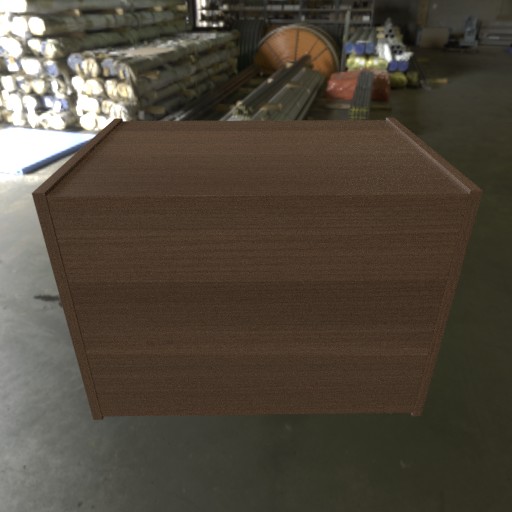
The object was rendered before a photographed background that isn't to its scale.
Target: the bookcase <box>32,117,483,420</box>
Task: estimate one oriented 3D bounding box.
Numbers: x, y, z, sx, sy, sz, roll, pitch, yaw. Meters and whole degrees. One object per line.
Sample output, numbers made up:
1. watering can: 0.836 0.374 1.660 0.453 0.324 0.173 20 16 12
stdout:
1. bookcase: 0.000 0.000 0.609 0.415 0.305 0.290 0 30 -1
